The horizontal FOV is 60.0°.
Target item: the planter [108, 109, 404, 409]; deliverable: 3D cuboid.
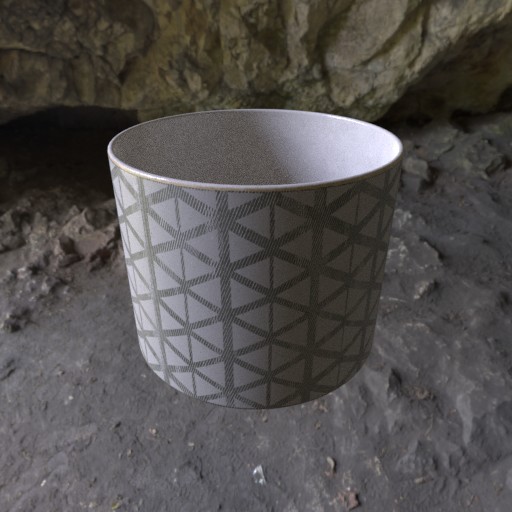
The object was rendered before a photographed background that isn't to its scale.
[{"bbox_3d":[0.000,0.000,0.339,0.190,0.181,0.190,0,29,0],"label":"planter"}]
